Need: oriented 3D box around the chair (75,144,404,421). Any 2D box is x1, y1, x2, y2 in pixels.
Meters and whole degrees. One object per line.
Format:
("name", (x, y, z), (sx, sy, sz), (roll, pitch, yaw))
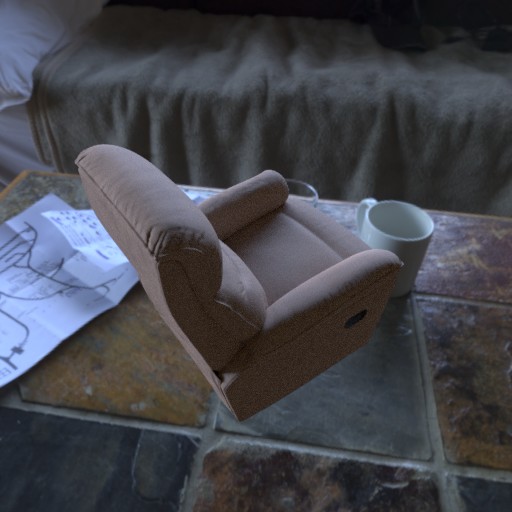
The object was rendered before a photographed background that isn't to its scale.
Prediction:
("chair", (0.000, 0.000, 1.738), (1.004, 1.037, 0.820), (-26, 48, -26))
